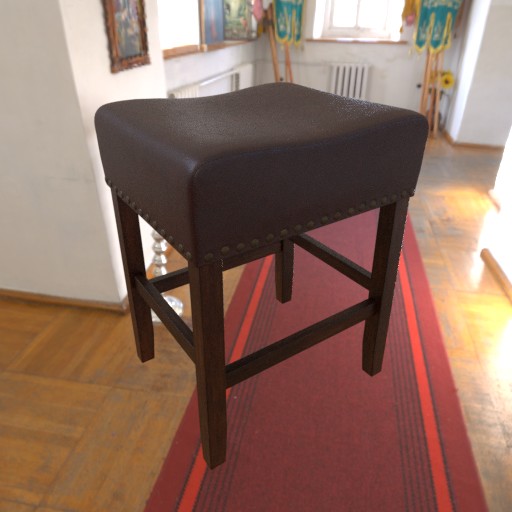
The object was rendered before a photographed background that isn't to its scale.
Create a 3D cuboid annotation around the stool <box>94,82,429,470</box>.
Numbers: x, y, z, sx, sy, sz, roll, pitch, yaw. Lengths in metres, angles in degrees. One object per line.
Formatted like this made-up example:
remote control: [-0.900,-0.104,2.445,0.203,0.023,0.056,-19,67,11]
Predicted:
stool: [0.000,0.000,0.926,0.465,0.608,0.397,-19,35,-29]
